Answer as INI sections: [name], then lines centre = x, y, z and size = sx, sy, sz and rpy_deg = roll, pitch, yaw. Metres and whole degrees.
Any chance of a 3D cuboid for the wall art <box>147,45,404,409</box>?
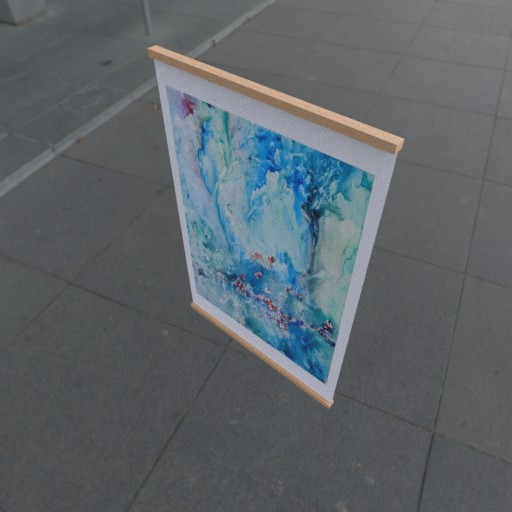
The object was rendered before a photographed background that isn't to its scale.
[wall art]
centre = 0.000, 0.000, 0.777
size = 0.401, 0.611, 0.016
rpy_deg = 31, 53, 27
